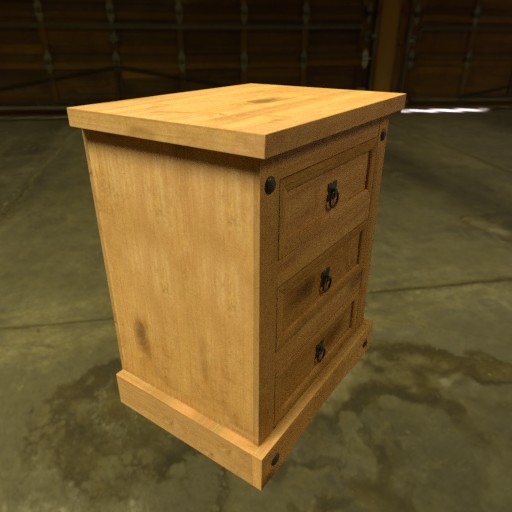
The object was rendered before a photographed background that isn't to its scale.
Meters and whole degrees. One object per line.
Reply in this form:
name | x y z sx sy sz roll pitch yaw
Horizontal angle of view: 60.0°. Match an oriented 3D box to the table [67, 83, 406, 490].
table | 0.000 0.000 1.215 0.500 0.813 0.660 17 31 31
